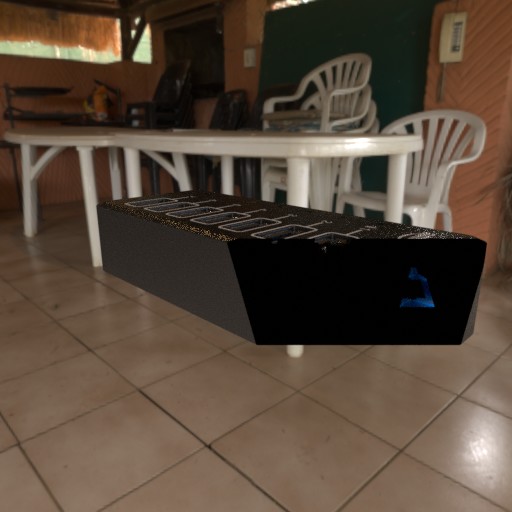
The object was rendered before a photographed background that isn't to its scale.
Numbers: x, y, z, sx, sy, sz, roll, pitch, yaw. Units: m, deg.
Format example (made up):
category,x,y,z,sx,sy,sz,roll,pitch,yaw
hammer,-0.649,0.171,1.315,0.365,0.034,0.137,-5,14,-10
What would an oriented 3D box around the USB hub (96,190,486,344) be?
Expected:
category,x,y,z,sx,sy,sz,roll,pitch,yaw
USB hub,0.000,0.000,0.127,0.044,0.023,0.110,-16,23,-42
